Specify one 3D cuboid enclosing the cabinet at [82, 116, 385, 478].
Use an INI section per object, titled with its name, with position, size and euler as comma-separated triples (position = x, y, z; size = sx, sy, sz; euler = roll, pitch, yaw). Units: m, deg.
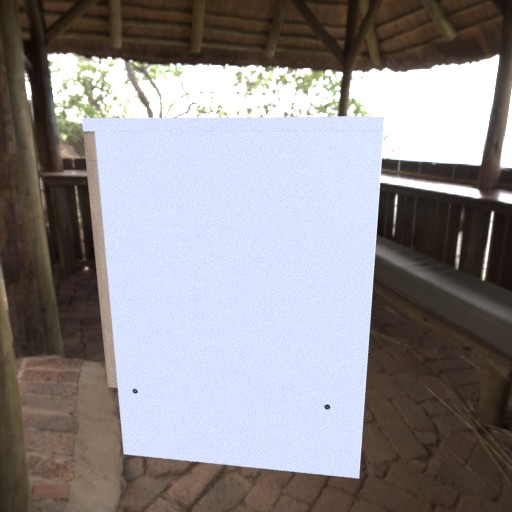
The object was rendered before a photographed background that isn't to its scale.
[cabinet]
position = 0.000, 0.000, 0.915
size = 0.400, 0.522, 0.600
euler = 2, 15, 8
